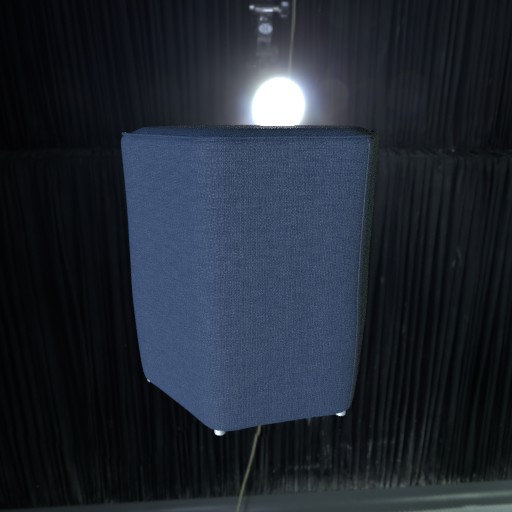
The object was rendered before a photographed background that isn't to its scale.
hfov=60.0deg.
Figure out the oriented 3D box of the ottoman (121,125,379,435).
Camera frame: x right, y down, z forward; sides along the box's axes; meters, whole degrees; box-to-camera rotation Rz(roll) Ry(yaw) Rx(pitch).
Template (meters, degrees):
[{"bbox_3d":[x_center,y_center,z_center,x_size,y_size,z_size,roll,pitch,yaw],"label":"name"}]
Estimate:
[{"bbox_3d":[0.000,0.000,0.898,0.492,0.505,0.454,-3,18,-9],"label":"ottoman"}]
